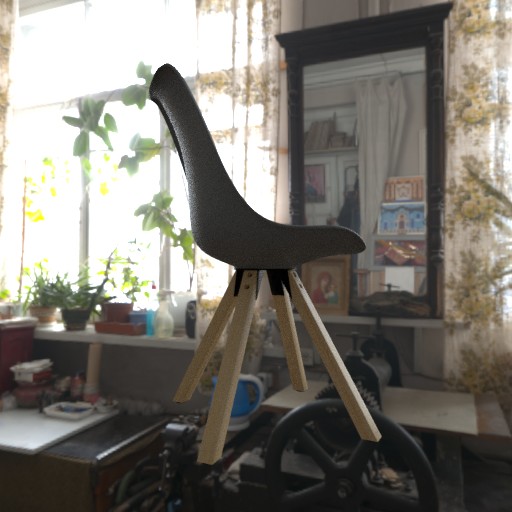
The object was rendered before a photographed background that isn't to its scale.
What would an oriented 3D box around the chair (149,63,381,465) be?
[{"bbox_3d":[0.000,0.000,1.162,0.549,0.850,0.485,0,-1,-17],"label":"chair"}]
